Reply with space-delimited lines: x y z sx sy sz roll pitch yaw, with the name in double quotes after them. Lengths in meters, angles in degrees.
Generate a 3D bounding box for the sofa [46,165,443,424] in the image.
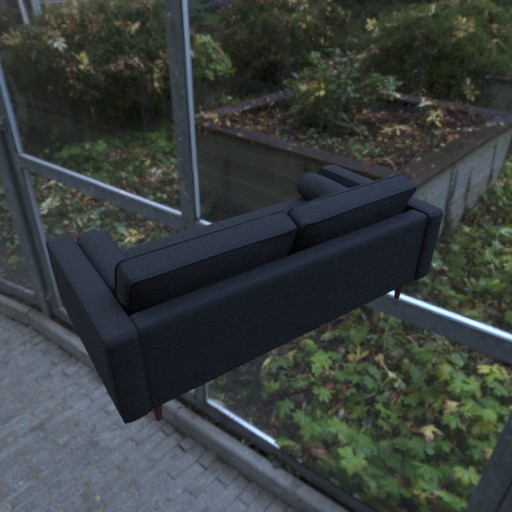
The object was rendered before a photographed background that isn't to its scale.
0.000 0.000 2.368 1.875 0.759 0.914 -20 36 -29 "sofa"
